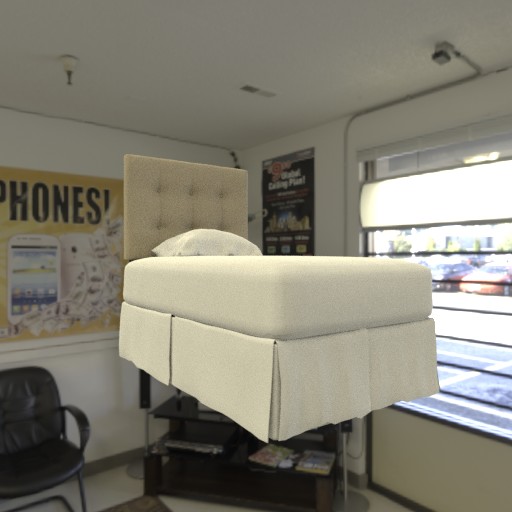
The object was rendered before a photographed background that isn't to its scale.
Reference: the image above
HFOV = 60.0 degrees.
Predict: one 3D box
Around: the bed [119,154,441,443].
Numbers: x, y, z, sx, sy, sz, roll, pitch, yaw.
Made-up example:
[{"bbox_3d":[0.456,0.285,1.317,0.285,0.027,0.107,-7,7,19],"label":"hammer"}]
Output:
[{"bbox_3d":[0.000,0.000,2.980,1.261,1.571,1.997,0,0,-36],"label":"bed"}]
